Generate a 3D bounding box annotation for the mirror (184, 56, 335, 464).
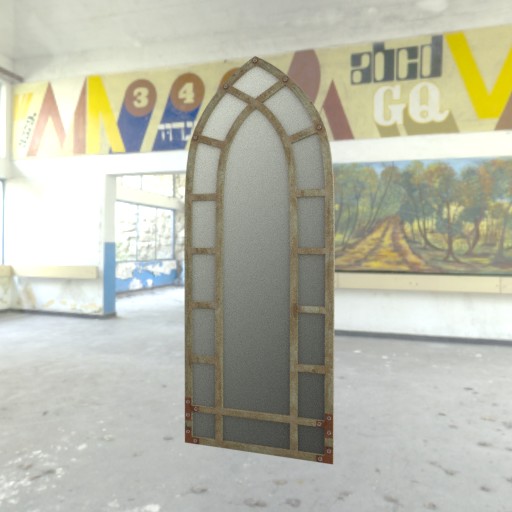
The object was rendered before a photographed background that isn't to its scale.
[{"bbox_3d":[0.000,0.000,1.320,0.464,1.175,0.025,0,1,18],"label":"mirror"}]
